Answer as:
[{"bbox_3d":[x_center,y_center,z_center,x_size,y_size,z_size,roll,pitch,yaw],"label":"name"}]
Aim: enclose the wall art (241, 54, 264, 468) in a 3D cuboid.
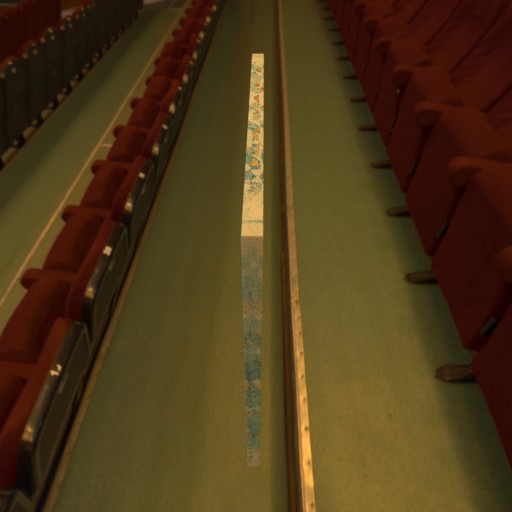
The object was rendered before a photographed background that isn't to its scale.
[{"bbox_3d":[0.000,0.000,1.383,0.040,0.916,0.916,1,42,1],"label":"wall art"}]
